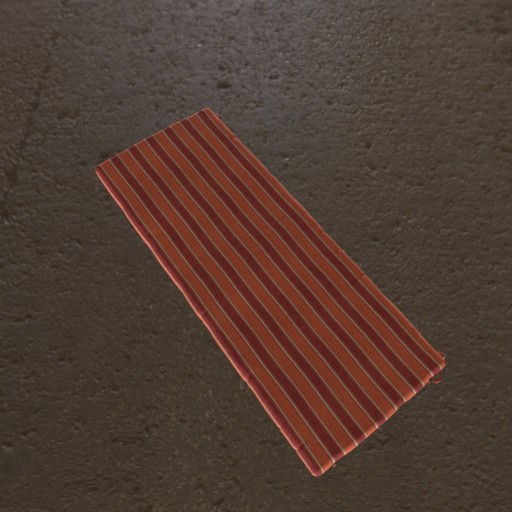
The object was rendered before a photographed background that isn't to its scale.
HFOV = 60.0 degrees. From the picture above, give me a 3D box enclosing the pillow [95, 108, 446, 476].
[{"bbox_3d":[0.000,0.000,1.344,0.492,0.081,1.187,-34,68,-15],"label":"pillow"}]
